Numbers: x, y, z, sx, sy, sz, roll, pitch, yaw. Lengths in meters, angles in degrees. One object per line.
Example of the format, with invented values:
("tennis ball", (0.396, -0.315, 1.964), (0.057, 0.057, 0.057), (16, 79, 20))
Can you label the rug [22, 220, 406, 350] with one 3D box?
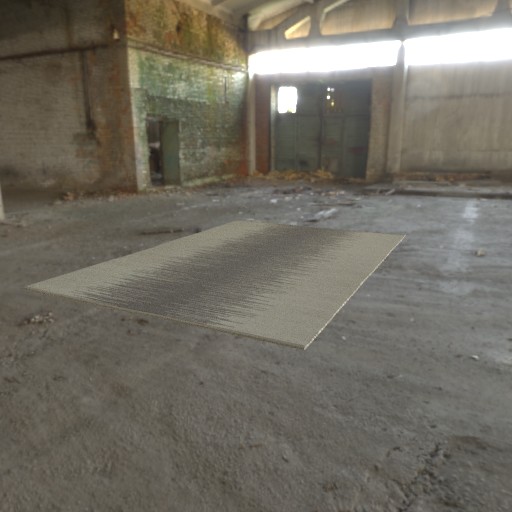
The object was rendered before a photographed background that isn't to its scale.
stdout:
("rug", (0.000, 0.000, 2.314), (1.226, 0.007, 1.815), (7, 16, 26))
